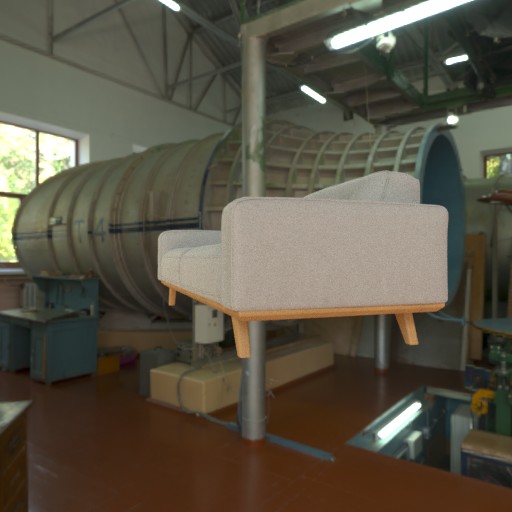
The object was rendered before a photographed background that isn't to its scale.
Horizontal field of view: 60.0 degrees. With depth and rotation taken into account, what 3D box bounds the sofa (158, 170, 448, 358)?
[{"bbox_3d":[0.000,0.000,2.732,0.956,0.781,2.270,0,0,-19],"label":"sofa"}]
